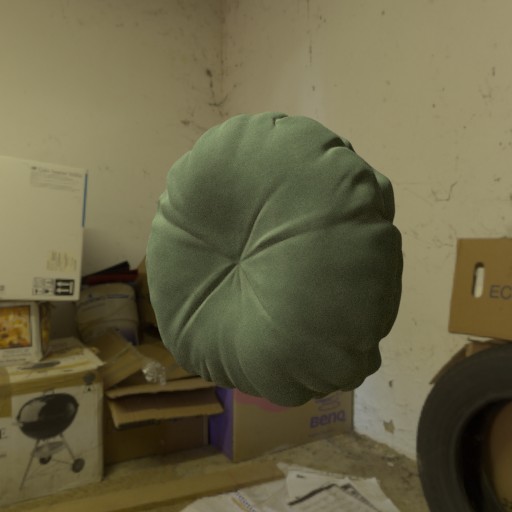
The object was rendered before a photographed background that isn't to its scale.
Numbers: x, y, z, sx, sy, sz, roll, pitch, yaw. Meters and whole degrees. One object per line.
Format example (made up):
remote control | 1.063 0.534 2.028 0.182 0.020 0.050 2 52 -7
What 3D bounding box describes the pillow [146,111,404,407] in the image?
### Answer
pillow | 0.000 0.000 0.651 0.428 0.407 0.148 0 1 37
